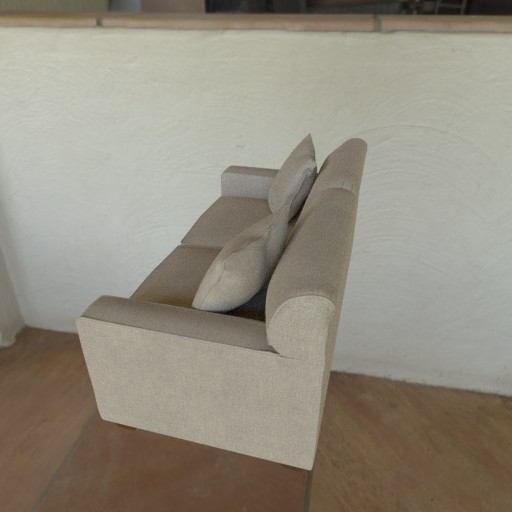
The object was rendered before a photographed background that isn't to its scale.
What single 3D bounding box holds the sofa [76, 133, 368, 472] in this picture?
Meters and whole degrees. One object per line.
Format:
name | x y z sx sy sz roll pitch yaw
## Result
sofa | 0.000 0.000 2.405 0.998 0.958 1.846 8 31 13
